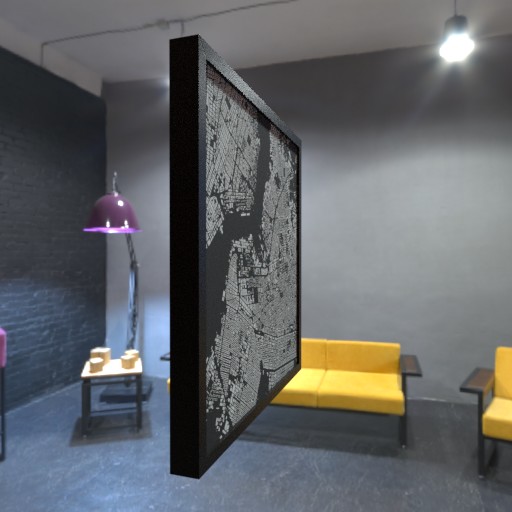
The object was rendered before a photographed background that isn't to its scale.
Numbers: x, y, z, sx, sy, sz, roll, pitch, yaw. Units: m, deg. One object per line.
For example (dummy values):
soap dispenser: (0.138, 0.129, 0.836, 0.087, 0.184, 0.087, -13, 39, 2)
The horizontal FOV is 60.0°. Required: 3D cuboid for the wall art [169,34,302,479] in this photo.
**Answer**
wall art: (0.000, 0.000, 0.748, 0.038, 0.506, 0.506, 0, 0, 19)
